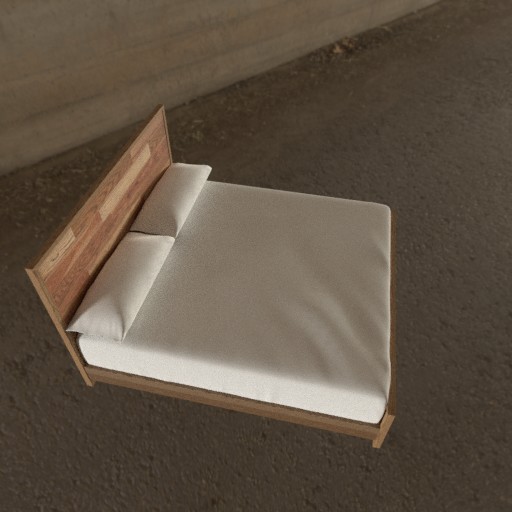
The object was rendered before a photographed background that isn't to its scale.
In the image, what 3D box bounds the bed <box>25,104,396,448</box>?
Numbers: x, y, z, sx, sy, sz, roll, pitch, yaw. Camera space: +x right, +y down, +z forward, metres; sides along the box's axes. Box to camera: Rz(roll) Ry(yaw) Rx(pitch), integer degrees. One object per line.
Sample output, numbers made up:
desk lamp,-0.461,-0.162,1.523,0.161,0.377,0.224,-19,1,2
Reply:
bed,0.000,0.000,3.443,2.184,1.295,2.013,9,46,9
